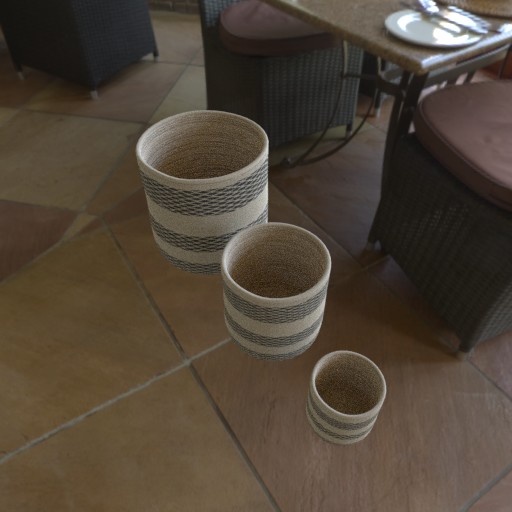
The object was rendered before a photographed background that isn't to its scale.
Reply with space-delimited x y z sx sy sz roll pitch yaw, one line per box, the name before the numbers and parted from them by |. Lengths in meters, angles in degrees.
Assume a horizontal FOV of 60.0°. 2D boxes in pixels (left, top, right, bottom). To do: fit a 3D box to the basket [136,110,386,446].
basket | 0.000 0.000 1.114 0.351 0.356 0.917 -22 50 -20
